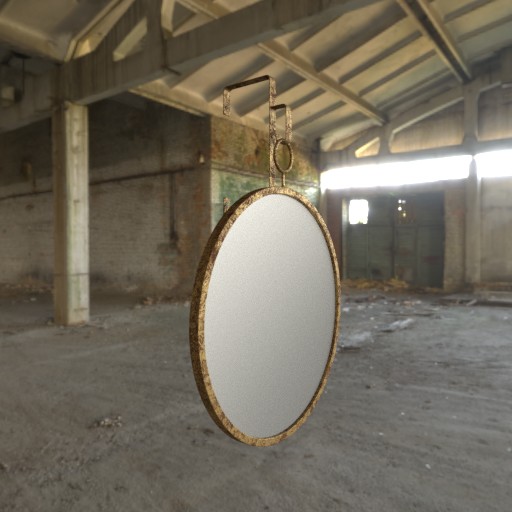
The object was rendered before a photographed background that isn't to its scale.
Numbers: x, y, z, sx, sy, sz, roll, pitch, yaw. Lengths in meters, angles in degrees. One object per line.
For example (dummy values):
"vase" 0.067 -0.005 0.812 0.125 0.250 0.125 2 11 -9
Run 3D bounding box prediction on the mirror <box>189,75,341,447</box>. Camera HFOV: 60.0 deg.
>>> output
"mirror" 0.000 0.000 0.823 0.144 0.651 0.447 0 1 36
